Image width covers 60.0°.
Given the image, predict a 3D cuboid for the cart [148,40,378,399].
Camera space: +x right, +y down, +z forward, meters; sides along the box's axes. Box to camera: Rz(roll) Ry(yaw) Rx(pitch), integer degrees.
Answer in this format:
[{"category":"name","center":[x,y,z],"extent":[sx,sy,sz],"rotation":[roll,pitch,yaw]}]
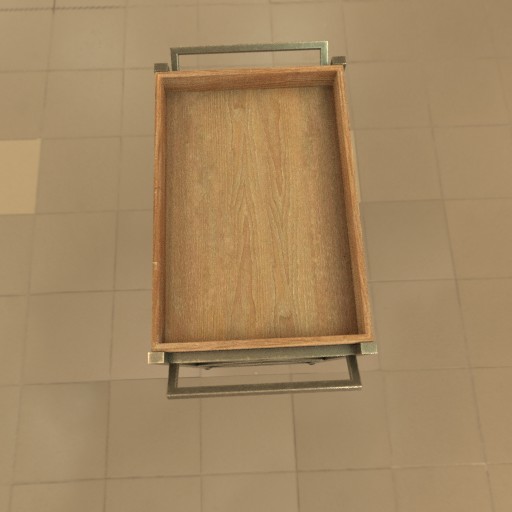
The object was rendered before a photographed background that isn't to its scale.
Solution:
[{"category":"cart","center":[0.000,0.000,1.182],"extent":[0.377,0.835,0.673],"rotation":[-3,75,-1]}]
